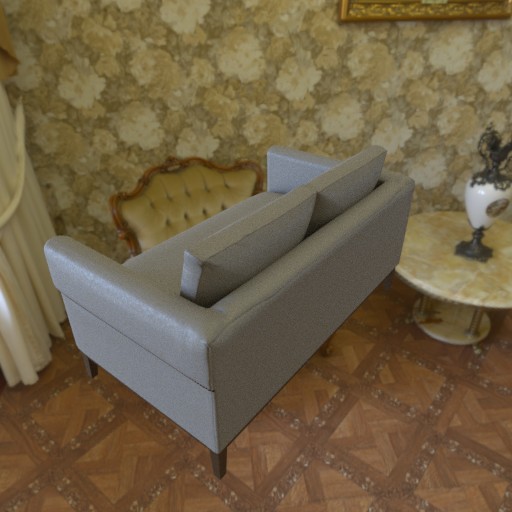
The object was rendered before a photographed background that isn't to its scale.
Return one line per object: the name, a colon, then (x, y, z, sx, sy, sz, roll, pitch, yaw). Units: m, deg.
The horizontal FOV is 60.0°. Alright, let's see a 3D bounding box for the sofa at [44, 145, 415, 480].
sofa: (0.000, 0.000, 2.143, 0.899, 0.873, 1.598, 22, 38, 32)
